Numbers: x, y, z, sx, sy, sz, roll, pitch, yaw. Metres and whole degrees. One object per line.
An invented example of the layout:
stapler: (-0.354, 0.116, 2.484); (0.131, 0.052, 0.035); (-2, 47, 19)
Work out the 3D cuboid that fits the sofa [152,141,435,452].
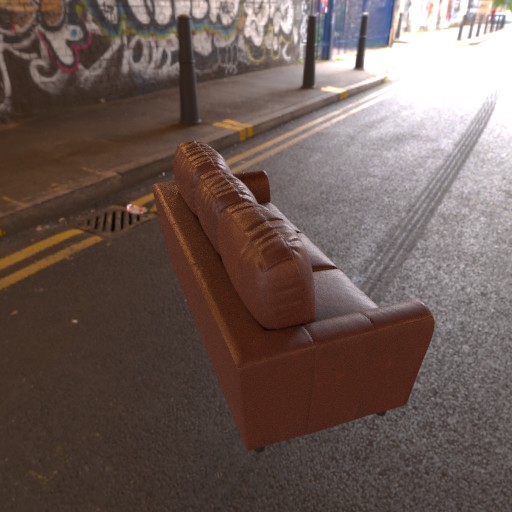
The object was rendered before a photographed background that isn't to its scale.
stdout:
sofa: (0.000, 0.000, 2.366); (0.802, 0.915, 1.862); (-10, 30, -17)
